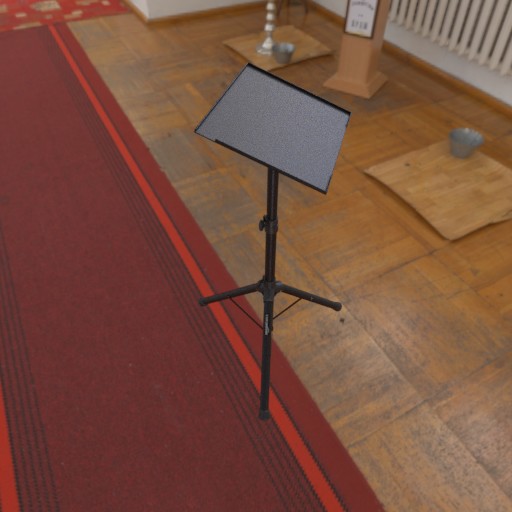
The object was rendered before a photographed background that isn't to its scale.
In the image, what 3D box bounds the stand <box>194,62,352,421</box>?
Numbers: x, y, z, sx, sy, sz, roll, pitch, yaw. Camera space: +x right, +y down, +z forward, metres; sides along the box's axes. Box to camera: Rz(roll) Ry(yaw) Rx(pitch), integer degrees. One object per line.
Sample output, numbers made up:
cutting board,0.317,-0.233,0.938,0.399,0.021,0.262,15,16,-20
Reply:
stand,0.000,0.000,1.662,0.702,1.198,0.702,12,46,12
